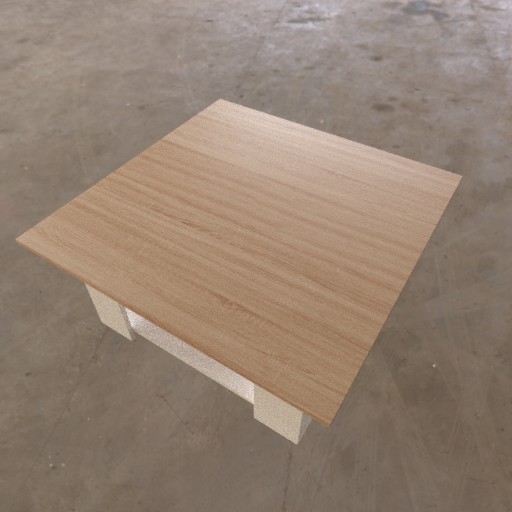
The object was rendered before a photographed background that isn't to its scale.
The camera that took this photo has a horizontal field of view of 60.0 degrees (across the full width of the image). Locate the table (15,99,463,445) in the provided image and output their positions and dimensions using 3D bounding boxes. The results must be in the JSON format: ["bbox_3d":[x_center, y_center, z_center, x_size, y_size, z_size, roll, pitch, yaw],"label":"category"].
[{"bbox_3d":[0.000,0.000,1.031,0.670,0.305,0.670,25,51,22],"label":"table"}]
